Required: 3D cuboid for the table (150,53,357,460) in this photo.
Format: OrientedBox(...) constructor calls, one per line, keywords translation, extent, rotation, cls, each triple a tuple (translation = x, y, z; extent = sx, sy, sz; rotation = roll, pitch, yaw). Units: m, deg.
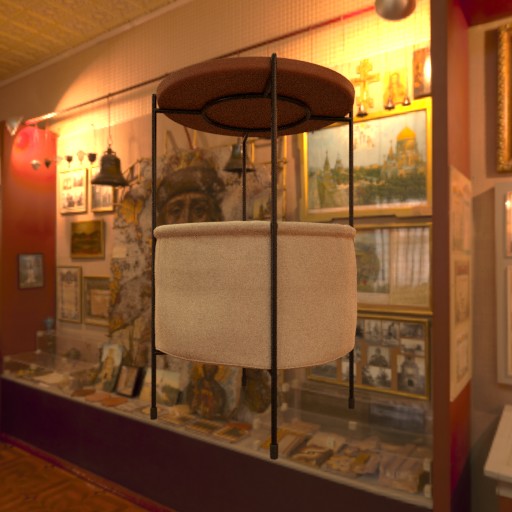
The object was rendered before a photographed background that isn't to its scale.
OrientedBox(translation=(0.000, 0.000, 0.879), extent=(0.393, 0.623, 0.393), rotation=(0, 0, 37), cls="table")
